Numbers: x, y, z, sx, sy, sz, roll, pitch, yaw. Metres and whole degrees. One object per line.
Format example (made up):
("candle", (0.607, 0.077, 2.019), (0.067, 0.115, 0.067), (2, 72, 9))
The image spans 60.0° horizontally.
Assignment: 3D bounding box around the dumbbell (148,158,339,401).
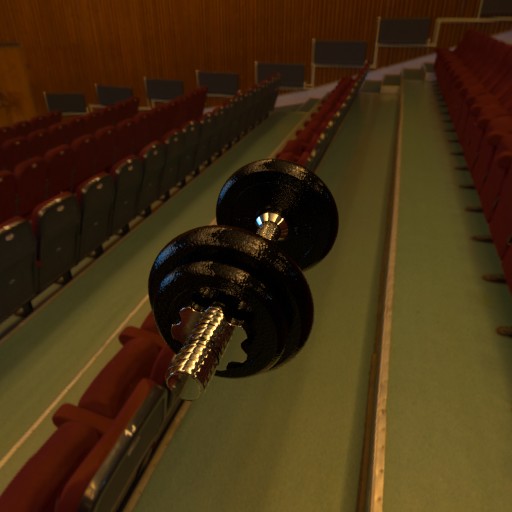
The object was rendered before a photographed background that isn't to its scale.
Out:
("dumbbell", (0.000, 0.000, 0.618), (0.202, 0.202, 0.497), (8, 32, 14))
